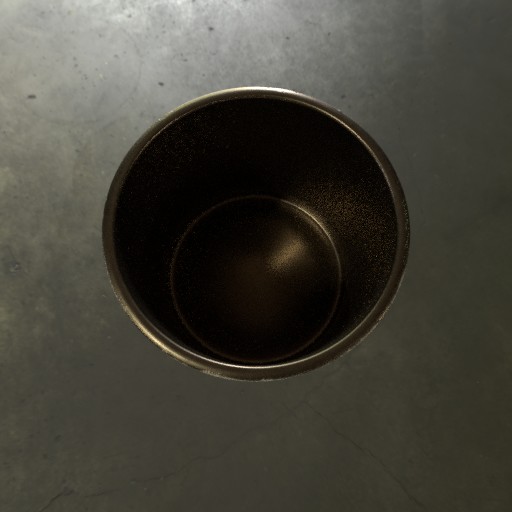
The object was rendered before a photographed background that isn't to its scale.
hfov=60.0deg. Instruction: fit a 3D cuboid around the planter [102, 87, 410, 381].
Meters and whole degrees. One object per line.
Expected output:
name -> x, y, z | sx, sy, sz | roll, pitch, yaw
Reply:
planter -> 0.000, 0.000, 0.406 | 0.221, 0.201, 0.221 | 0, 76, 0
